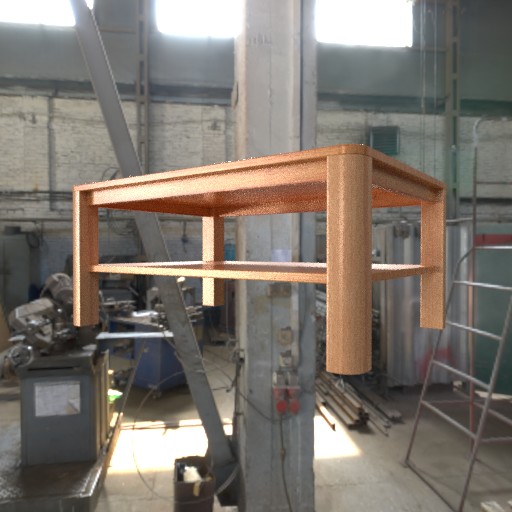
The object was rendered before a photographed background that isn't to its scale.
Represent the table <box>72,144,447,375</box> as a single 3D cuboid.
[{"bbox_3d":[0.000,0.000,1.410,0.997,0.445,0.696,1,1,37],"label":"table"}]
